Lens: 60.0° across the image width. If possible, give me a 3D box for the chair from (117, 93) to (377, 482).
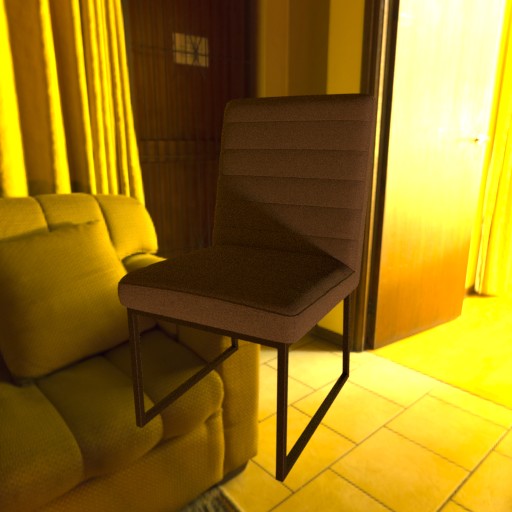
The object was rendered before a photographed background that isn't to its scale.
[{"bbox_3d":[0.000,0.000,1.305,0.520,0.930,0.634,8,17,27],"label":"chair"}]
